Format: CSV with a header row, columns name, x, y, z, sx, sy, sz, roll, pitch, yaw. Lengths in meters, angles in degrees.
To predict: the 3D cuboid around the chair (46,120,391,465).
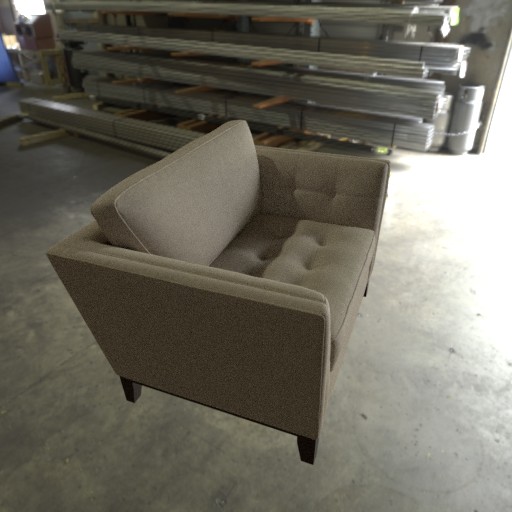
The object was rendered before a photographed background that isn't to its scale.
name,x,y,z,sx,sy,sz,roll,pitch,yaw
chair,0.000,0.000,2.022,0.965,0.940,1.397,11,32,19
